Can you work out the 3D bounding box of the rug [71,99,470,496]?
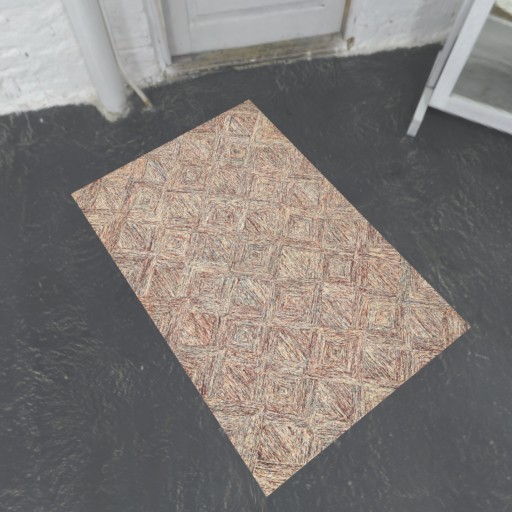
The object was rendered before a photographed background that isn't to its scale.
[{"bbox_3d":[0.000,0.000,2.870,1.523,0.019,2.285,-33,68,-15],"label":"rug"}]
